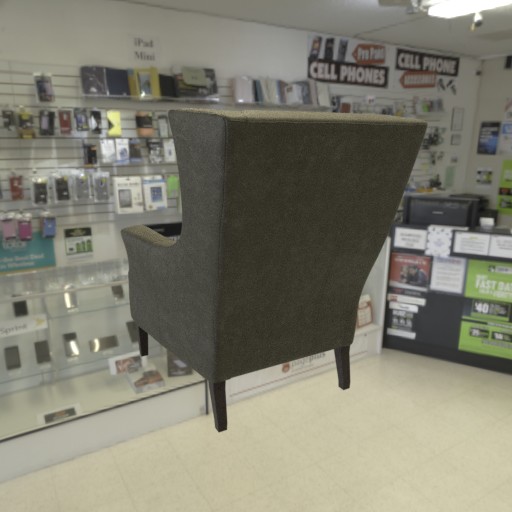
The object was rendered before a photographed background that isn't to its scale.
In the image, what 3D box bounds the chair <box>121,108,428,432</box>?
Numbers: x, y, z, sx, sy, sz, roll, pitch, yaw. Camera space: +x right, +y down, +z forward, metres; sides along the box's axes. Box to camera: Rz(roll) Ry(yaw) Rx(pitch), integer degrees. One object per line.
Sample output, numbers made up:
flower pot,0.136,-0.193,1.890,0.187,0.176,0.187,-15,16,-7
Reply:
chair,0.000,0.000,1.668,0.853,1.016,0.926,-8,17,-28
